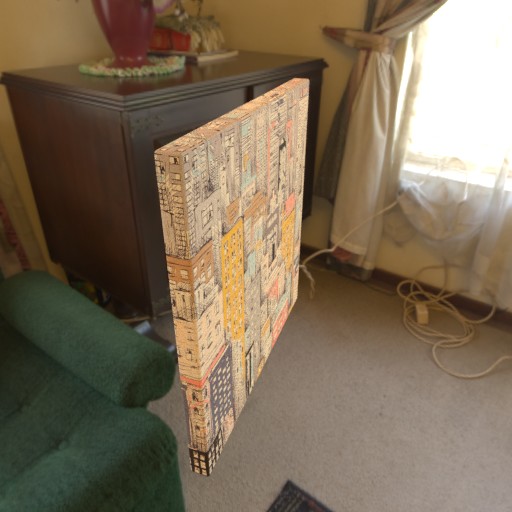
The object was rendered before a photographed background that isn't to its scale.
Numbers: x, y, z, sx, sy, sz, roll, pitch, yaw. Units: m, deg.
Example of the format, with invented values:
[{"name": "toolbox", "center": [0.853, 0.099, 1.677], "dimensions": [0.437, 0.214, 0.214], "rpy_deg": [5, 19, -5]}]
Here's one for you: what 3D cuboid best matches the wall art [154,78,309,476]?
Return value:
[{"name": "wall art", "center": [0.000, 0.000, 0.916], "dimensions": [0.038, 0.608, 0.607], "rpy_deg": [10, 32, 17]}]
